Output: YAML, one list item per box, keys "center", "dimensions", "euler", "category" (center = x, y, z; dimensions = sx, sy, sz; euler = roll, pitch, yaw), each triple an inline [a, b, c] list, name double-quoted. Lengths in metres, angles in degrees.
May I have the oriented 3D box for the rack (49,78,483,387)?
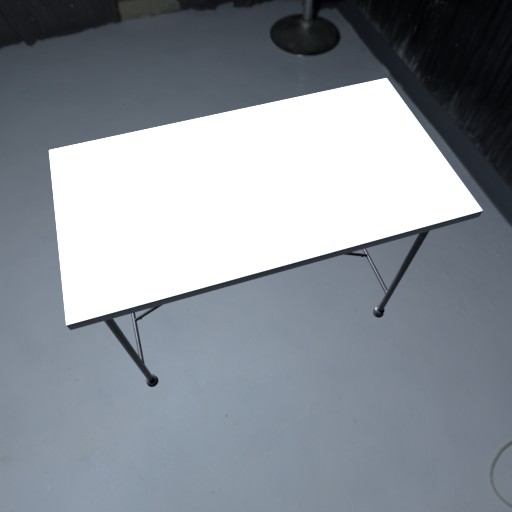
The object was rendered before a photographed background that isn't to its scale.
- center: [0.000, 0.000, 1.692]
  dimensions: [1.159, 0.880, 0.613]
  euler: [-15, 60, -9]
  category: "rack"
